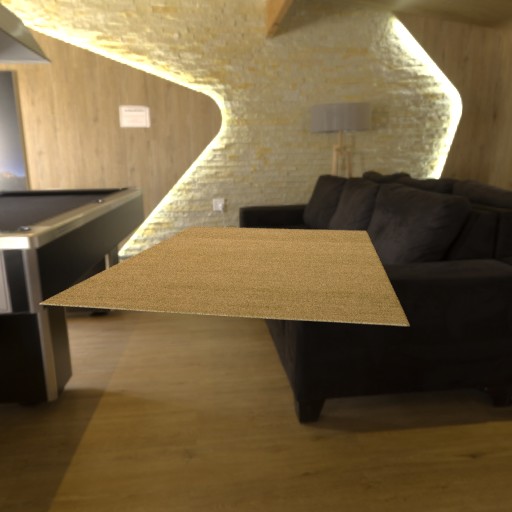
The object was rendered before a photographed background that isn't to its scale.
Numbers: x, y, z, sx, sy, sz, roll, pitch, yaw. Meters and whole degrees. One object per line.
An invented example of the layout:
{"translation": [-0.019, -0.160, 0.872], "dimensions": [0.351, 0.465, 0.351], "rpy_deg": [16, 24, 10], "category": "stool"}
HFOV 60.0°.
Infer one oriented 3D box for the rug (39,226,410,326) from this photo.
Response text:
{"translation": [0.000, 0.000, 5.128], "dimensions": [2.782, 0.025, 3.935], "rpy_deg": [2, 13, 9], "category": "rug"}
